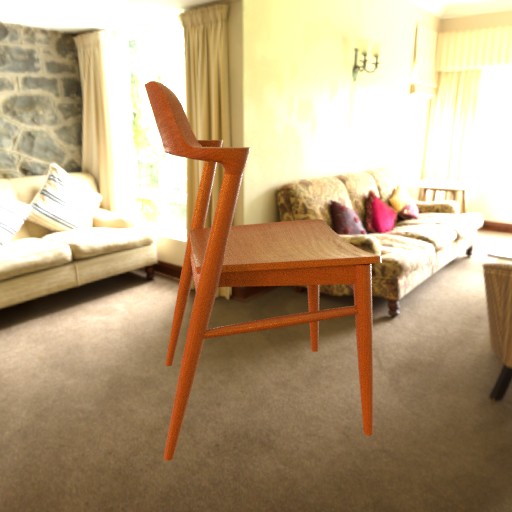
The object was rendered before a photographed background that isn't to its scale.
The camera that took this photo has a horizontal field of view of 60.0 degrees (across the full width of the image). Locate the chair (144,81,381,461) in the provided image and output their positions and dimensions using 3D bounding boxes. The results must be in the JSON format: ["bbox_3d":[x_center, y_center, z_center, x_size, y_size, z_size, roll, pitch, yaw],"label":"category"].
[{"bbox_3d":[0.000,0.000,1.122,0.499,0.801,0.496,-3,17,-10],"label":"chair"}]
